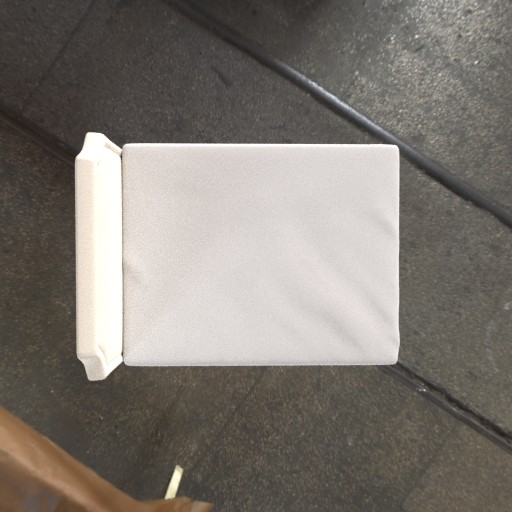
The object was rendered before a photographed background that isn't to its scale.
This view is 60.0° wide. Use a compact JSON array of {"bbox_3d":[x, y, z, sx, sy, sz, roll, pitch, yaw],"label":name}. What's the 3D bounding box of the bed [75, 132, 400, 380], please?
[{"bbox_3d":[0.000,0.000,3.674,2.498,1.293,1.977,0,91,-1],"label":"bed"}]
